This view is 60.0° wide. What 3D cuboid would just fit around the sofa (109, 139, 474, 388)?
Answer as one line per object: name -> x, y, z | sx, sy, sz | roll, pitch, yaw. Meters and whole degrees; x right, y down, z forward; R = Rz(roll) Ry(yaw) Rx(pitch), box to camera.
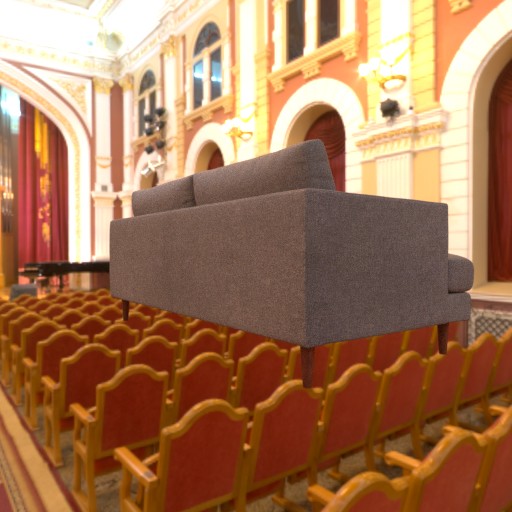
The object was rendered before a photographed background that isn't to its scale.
sofa -> 0.000, 0.000, 2.466 | 1.020, 0.868, 1.948 | -1, 1, -36
